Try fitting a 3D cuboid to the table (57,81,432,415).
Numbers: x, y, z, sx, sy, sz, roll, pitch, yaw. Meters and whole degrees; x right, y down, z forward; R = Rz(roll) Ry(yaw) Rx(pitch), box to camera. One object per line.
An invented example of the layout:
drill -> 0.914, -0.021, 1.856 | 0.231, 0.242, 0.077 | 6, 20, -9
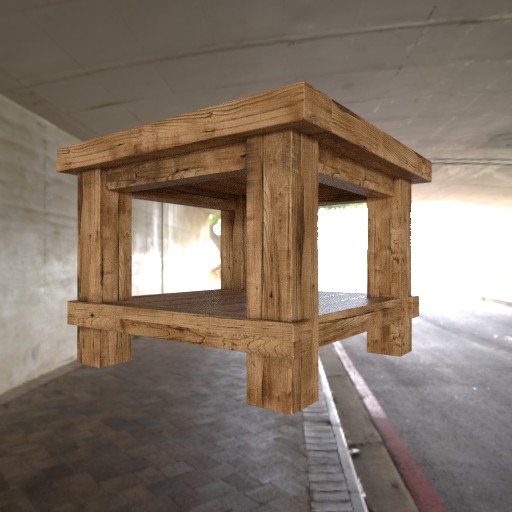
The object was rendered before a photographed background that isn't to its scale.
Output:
table -> 0.000, 0.000, 1.009 | 0.610, 0.457, 0.610 | 0, 0, 36
